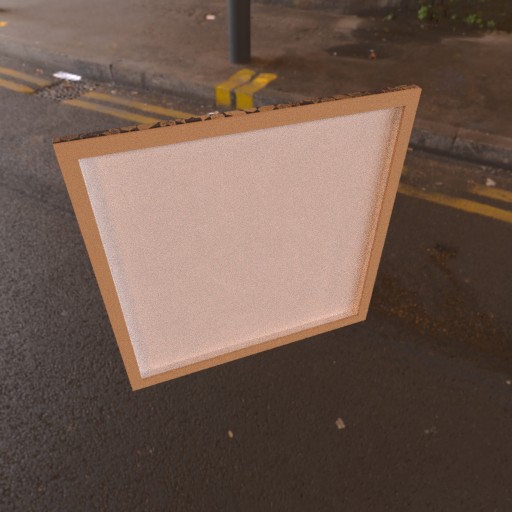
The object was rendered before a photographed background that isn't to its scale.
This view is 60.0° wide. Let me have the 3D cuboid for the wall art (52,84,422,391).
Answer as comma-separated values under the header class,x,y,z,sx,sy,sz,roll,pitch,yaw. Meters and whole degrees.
class,x,y,z,sx,sy,sz,roll,pitch,yaw
wall art,0.000,0.000,1.350,0.914,0.914,0.038,-14,43,-15
